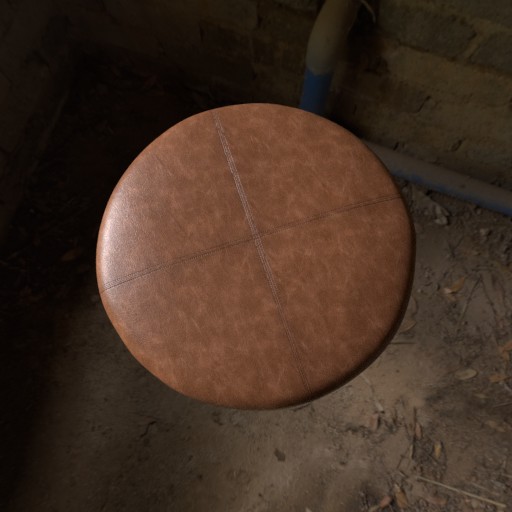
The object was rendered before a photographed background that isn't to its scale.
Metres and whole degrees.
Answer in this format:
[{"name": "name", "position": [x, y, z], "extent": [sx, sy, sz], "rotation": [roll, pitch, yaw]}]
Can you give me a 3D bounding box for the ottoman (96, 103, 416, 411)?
[{"name": "ottoman", "position": [0.000, 0.000, 1.535], "extent": [1.006, 0.445, 1.006], "rotation": [0, 75, 0]}]
